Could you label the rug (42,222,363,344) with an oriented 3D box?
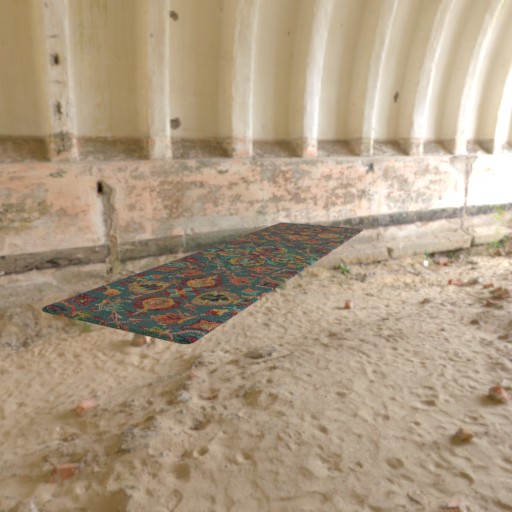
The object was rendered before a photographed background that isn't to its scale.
[{"bbox_3d":[0.000,0.000,2.509,0.686,0.013,2.286,7,15,26],"label":"rug"}]
